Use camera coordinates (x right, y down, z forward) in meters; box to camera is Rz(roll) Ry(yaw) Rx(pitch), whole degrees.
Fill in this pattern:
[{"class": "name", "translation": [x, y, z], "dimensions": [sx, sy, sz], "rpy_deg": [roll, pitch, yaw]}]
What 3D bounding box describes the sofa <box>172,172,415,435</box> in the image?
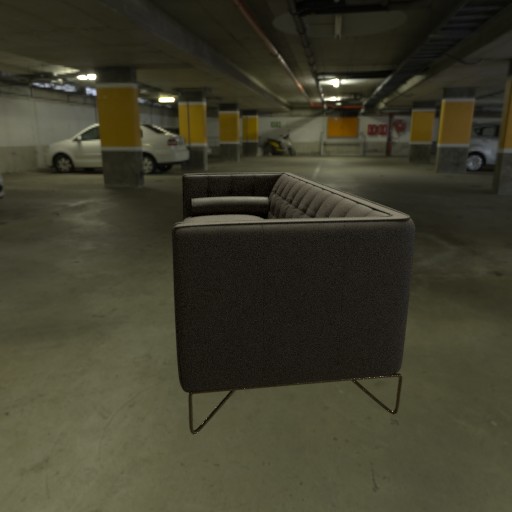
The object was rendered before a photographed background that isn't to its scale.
[{"class": "sofa", "translation": [0.000, 0.000, 2.541], "dimensions": [0.867, 0.789, 2.087], "rpy_deg": [-2, 15, -8]}]
